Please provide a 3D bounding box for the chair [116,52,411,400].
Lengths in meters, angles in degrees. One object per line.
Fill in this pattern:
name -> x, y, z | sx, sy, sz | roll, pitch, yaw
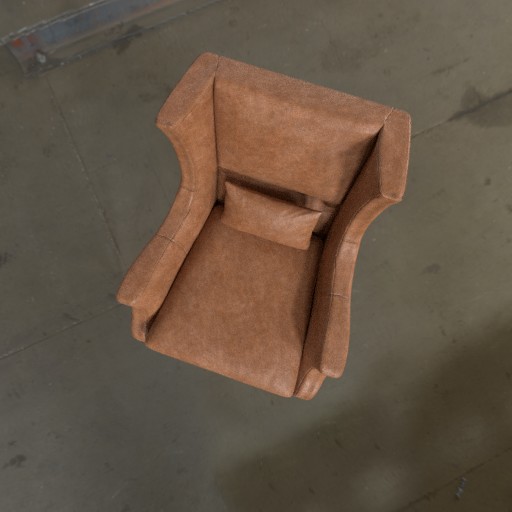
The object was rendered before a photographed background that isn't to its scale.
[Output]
chair -> 0.000, 0.000, 1.712 | 0.853, 1.016, 0.926 | 19, 77, 4
